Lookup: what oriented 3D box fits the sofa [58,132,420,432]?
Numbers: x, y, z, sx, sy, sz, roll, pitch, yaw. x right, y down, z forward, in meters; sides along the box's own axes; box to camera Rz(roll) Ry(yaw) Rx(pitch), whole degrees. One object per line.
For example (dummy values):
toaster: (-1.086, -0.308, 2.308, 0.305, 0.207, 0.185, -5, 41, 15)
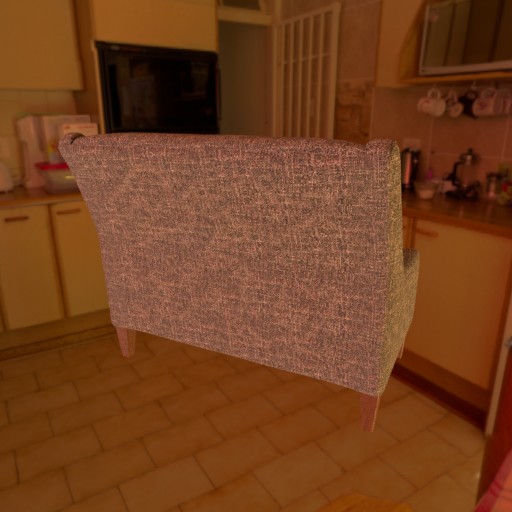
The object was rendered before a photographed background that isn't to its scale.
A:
sofa: (0.000, 0.000, 1.879, 1.242, 1.021, 0.870, 9, 19, 26)
